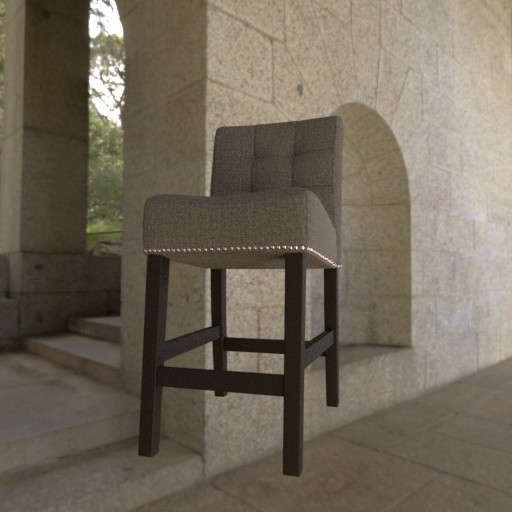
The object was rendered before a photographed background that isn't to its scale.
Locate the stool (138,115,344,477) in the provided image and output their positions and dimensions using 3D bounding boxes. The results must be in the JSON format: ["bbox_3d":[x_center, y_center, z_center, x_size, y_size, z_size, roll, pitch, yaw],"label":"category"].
[{"bbox_3d":[0.000,0.000,1.195,0.427,0.885,0.571,-1,-2,17],"label":"stool"}]
